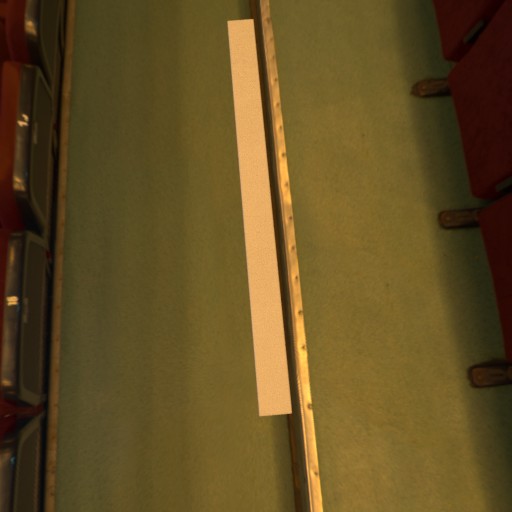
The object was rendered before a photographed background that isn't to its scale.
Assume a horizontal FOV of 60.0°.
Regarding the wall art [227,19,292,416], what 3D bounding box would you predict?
[{"bbox_3d":[0.000,0.000,0.832,0.037,0.606,0.508,-5,76,-1],"label":"wall art"}]
